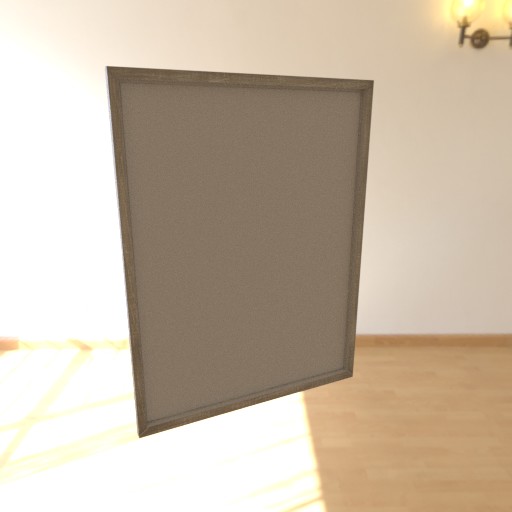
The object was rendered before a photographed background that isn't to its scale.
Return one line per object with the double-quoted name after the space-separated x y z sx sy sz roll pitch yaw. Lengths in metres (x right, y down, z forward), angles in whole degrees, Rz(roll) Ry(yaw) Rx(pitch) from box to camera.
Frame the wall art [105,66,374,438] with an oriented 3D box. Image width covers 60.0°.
0.000 0.000 1.342 0.781 1.022 0.035 -8 18 -25 "wall art"
